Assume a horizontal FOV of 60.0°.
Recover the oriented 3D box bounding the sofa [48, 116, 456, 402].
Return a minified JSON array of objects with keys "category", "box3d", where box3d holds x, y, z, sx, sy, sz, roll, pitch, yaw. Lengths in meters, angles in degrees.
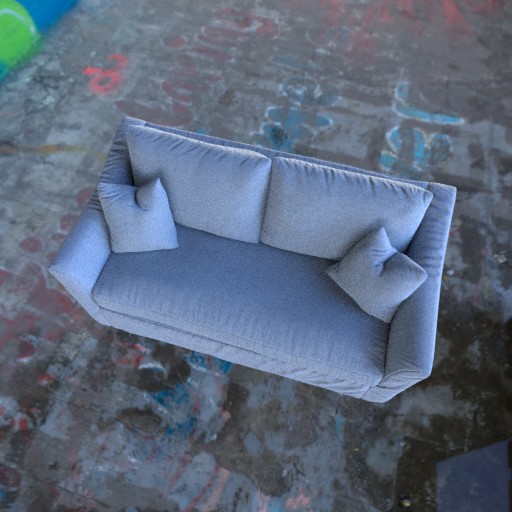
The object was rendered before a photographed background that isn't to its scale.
[{"category":"sofa","box3d":[0.000,0.000,2.611,2.010,1.018,1.072,14,60,8]}]
